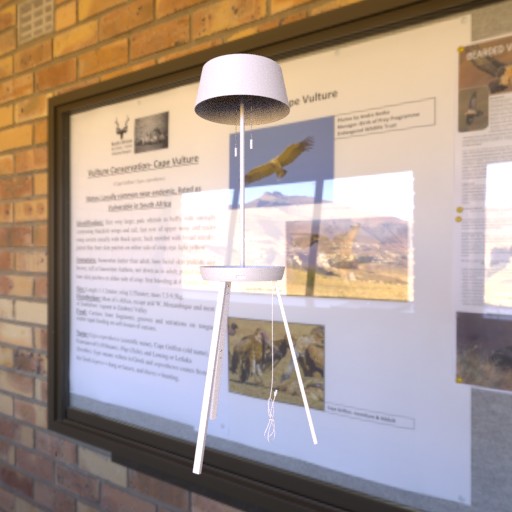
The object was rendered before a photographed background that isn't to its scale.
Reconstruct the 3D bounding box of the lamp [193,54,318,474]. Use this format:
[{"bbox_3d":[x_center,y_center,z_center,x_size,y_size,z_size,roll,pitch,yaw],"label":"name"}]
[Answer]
[{"bbox_3d":[0.000,0.000,1.695,0.468,1.429,0.508,0,0,0],"label":"lamp"}]
